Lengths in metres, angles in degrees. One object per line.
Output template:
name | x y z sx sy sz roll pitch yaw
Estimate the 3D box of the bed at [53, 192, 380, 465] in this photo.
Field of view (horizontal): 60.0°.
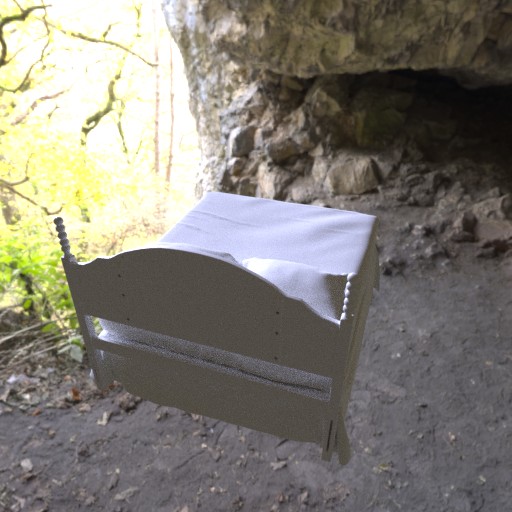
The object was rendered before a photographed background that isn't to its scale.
bed | 0.000 0.000 3.321 1.873 1.356 2.040 11 34 16
